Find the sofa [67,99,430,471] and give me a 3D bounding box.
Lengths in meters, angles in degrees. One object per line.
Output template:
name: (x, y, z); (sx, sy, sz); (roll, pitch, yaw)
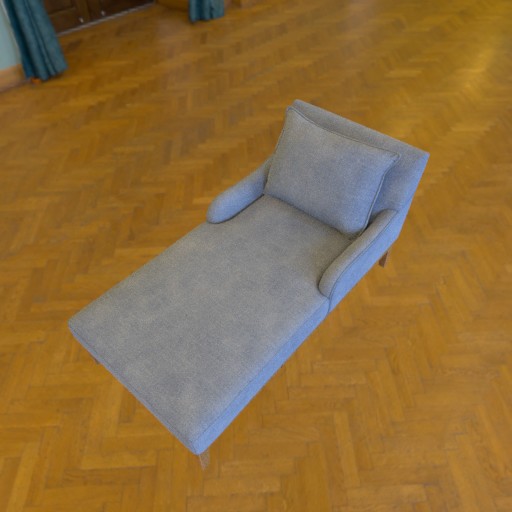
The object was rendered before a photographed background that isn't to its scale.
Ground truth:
sofa: (0.000, 0.000, 2.332); (0.904, 0.883, 1.779); (33, 55, 26)
